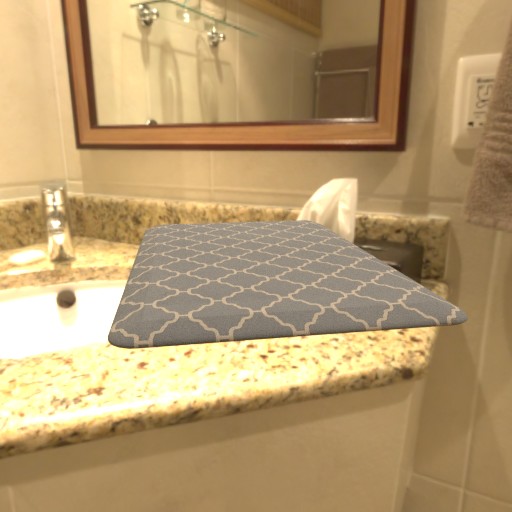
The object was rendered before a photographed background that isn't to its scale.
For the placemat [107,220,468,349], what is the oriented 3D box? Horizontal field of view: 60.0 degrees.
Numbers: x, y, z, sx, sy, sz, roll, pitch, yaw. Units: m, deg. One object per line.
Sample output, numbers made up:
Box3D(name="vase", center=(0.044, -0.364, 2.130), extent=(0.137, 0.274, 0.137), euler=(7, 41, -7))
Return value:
Box3D(name="placemat", center=(0.000, 0.000, 0.942), extent=(0.508, 0.021, 0.762), euler=(-2, 15, -9))
